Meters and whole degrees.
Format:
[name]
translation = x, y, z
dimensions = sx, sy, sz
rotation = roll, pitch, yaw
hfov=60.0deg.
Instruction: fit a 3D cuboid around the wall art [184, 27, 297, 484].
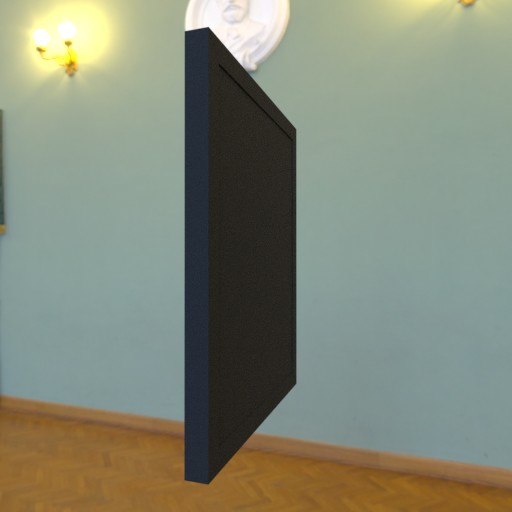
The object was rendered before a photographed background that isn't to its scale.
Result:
[wall art]
translation = 0.000, 0.000, 0.762
dimensions = 0.033, 0.559, 0.457
rotation = 0, 0, 19
